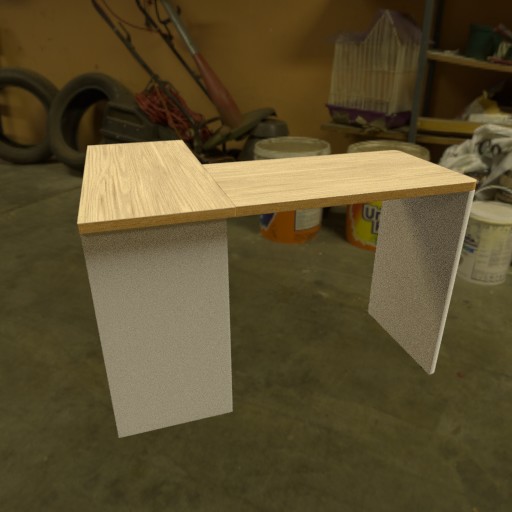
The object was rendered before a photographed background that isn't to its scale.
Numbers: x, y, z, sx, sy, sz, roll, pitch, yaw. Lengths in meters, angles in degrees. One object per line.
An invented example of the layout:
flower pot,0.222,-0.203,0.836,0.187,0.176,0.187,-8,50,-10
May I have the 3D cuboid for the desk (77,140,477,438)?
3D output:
desk,0.000,0.000,1.758,1.170,0.760,0.900,-8,27,-16
